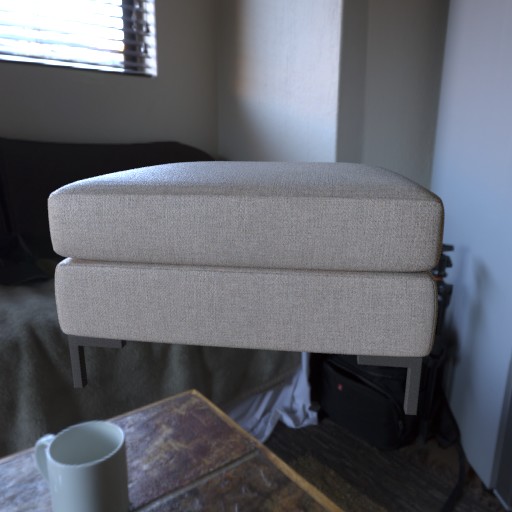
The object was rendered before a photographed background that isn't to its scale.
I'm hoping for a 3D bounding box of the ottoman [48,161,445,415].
[{"bbox_3d":[0.000,0.000,1.208,0.820,0.490,0.671,2,15,8],"label":"ottoman"}]
